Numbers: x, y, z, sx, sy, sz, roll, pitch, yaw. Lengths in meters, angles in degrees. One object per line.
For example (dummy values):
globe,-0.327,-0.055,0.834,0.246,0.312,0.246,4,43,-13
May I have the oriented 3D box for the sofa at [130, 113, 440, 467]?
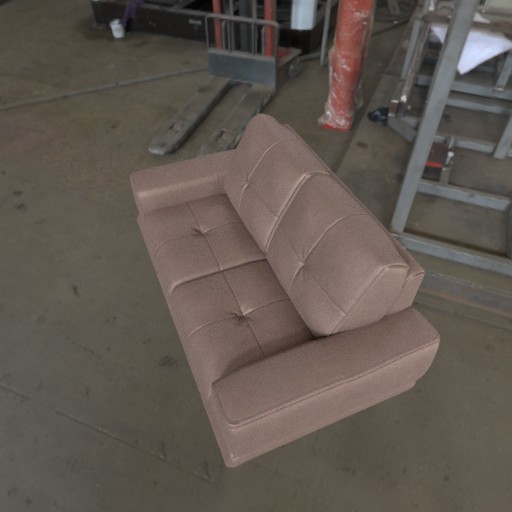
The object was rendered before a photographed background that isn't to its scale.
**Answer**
sofa,0.000,0.000,2.394,1.018,0.907,1.806,-17,48,-16
